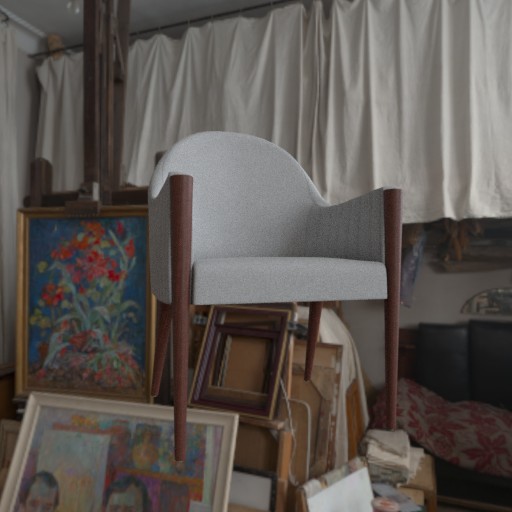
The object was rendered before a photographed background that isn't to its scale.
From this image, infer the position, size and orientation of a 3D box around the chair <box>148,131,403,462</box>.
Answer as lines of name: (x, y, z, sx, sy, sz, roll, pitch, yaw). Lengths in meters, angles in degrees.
chair: (0.000, 0.000, 1.303, 0.610, 0.889, 0.620, 0, -1, -19)
